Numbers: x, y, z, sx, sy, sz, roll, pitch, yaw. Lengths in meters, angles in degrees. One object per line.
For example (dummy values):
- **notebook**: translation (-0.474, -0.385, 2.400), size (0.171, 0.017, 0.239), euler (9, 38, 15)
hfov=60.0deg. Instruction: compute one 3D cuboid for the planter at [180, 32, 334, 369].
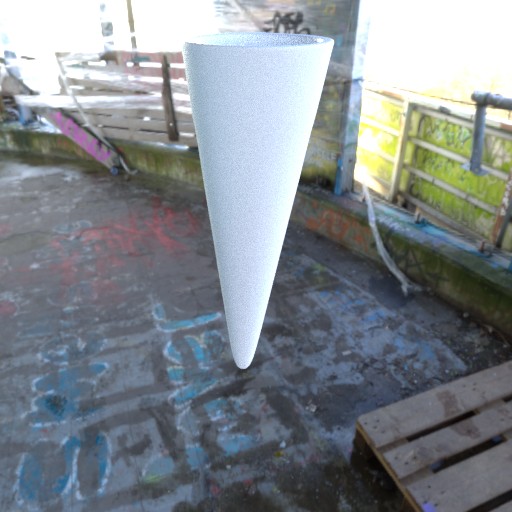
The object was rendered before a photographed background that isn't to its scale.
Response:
- **planter**: translation (0.000, 0.000, 0.219), size (0.057, 0.193, 0.064), euler (-11, 32, -18)
